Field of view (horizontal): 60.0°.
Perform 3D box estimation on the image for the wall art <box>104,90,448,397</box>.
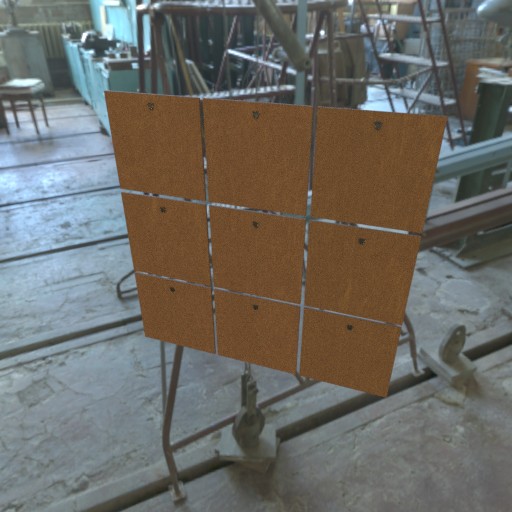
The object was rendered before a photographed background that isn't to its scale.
[{"bbox_3d":[0.000,0.000,2.274,1.526,1.522,0.023,10,32,16],"label":"wall art"}]
